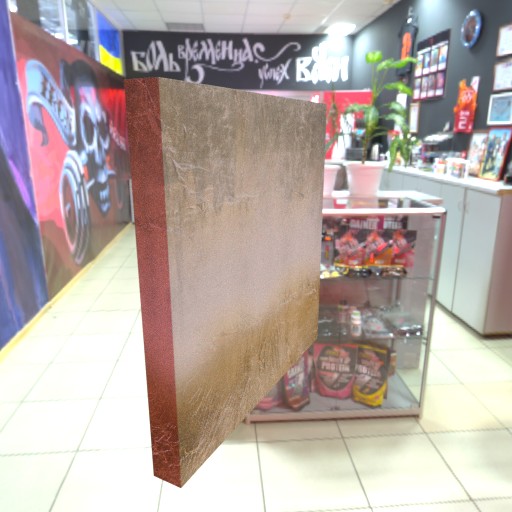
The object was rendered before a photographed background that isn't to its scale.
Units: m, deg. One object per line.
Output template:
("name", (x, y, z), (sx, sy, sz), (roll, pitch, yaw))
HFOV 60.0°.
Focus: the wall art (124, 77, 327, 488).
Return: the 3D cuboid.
("wall art", (0.000, 0.000, 0.595), (0.038, 0.407, 0.405), (8, 18, 27))
